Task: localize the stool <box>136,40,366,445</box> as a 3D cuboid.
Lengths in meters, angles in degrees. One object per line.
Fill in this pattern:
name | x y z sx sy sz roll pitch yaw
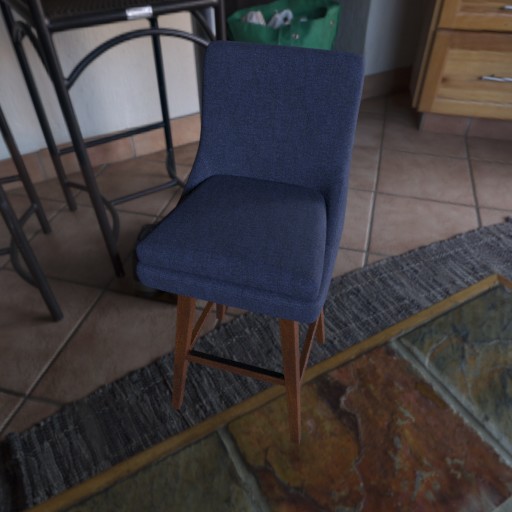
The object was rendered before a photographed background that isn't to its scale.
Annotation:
stool | 0.000 0.000 1.351 0.489 1.068 0.572 12 42 13
